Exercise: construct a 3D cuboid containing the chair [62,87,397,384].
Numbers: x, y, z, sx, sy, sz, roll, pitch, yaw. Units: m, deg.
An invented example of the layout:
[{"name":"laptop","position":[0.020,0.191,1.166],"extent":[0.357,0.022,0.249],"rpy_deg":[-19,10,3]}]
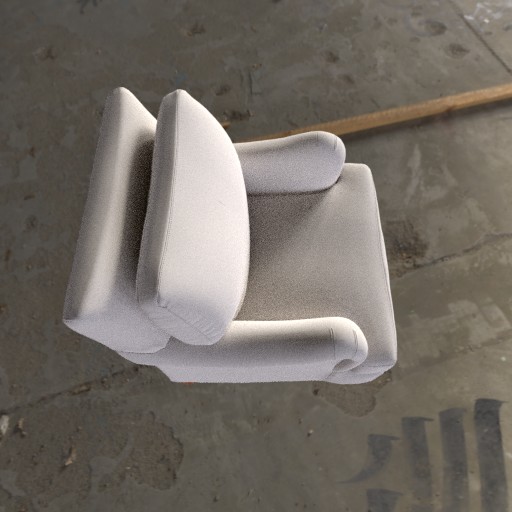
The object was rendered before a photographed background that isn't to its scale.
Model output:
[{"name":"chair","position":[0.000,0.000,1.802],"extent":[1.070,1.038,0.955],"rpy_deg":[0,63,0]}]
